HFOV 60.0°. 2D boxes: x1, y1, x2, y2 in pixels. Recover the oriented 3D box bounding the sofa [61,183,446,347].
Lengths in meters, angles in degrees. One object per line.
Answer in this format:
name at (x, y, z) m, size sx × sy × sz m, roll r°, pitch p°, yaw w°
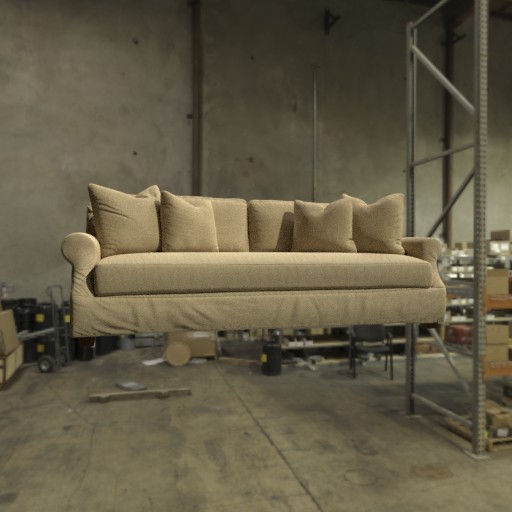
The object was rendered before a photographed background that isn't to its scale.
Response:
sofa at (0.000, 0.000, 2.922) m, size 2.285 × 0.904 × 1.067 m, roll 0°, pitch 0°, yaw -16°
